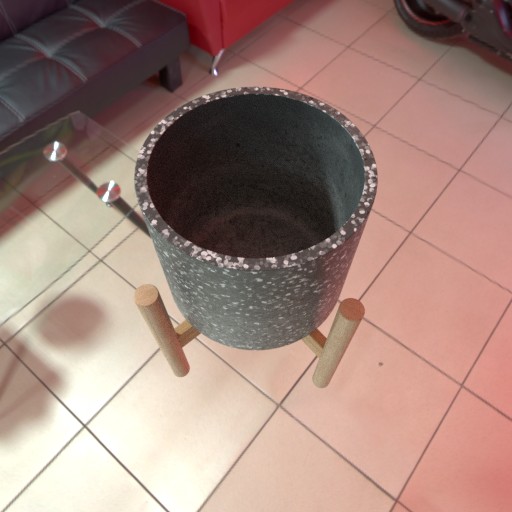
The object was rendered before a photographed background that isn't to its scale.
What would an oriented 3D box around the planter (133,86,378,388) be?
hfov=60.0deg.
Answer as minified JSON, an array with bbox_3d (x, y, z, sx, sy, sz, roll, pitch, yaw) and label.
[{"bbox_3d":[0.000,0.000,0.544,0.284,0.320,0.284,-16,60,-9],"label":"planter"}]
